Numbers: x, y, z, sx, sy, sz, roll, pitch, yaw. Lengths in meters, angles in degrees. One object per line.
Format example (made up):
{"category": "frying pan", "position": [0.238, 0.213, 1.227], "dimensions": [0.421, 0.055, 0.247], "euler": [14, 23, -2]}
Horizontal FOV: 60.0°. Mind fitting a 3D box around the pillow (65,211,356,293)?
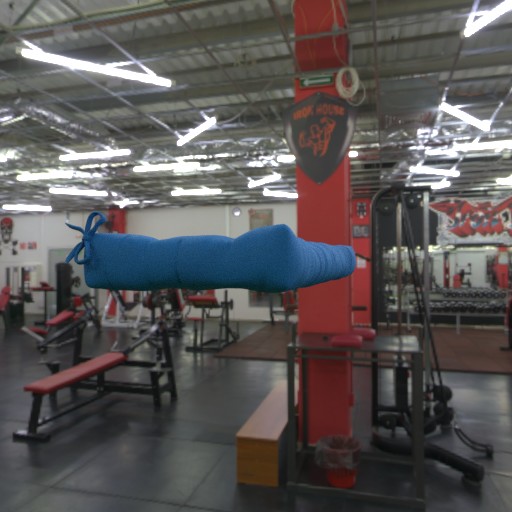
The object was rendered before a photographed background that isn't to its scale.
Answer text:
{"category": "pillow", "position": [0.000, 0.000, 1.367], "dimensions": [0.511, 0.174, 1.194], "euler": [0, -1, 18]}
